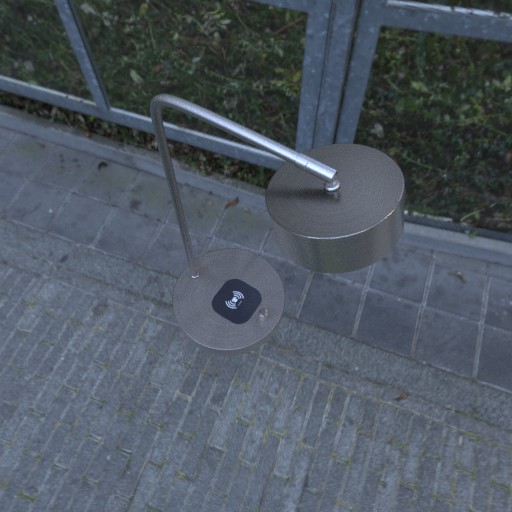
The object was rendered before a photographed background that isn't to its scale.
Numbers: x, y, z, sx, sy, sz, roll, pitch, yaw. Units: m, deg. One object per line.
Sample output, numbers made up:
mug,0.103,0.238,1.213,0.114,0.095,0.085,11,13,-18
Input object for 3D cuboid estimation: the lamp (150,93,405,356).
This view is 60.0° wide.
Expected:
lamp,0.000,0.000,0.637,0.334,0.469,0.211,30,64,17
